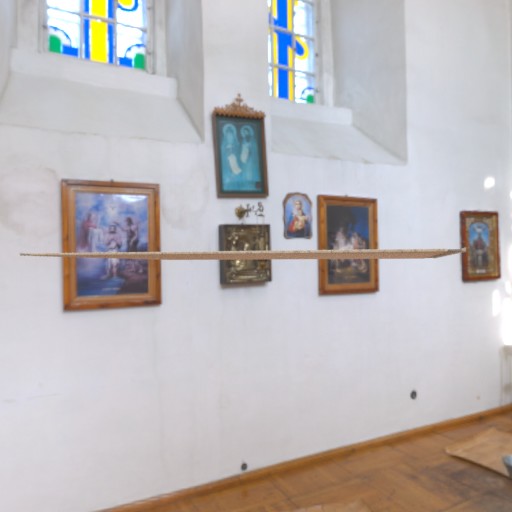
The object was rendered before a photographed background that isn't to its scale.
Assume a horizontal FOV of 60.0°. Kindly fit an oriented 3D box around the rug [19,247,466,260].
[{"bbox_3d":[0.000,0.000,2.235,1.771,0.015,1.223,0,-1,18],"label":"rug"}]
